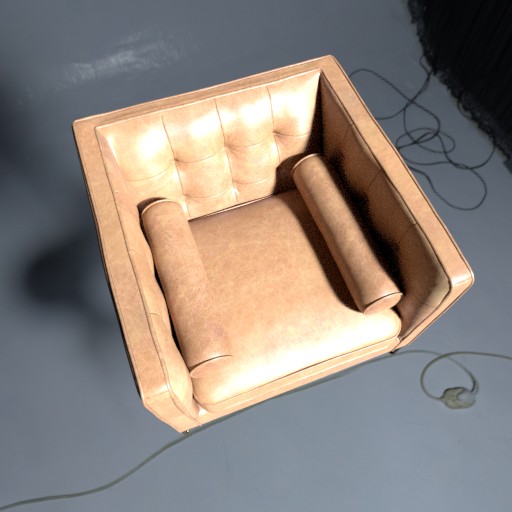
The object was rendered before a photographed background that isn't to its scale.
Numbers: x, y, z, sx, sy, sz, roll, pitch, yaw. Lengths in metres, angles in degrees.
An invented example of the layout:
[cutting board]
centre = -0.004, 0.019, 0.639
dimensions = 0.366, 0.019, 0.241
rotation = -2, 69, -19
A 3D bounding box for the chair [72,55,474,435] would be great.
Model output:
[chair]
centre = 0.000, 0.000, 1.587
dimensions = 0.920, 0.797, 0.912
rotation = -18, 64, -9
